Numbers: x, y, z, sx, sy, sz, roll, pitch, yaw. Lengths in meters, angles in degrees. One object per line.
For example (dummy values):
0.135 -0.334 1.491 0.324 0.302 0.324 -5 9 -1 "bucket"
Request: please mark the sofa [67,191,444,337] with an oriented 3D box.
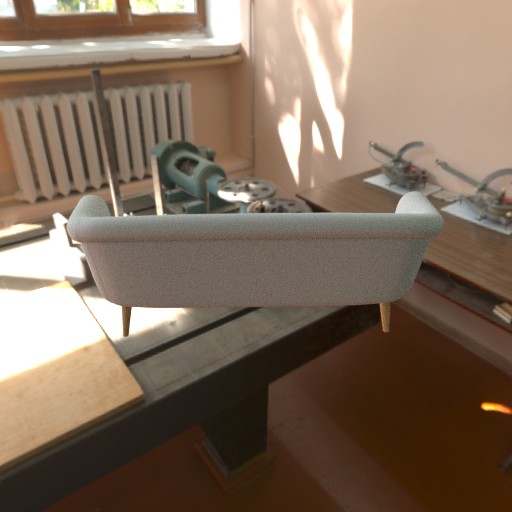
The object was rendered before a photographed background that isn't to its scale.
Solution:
0.000 0.000 2.563 2.160 0.795 0.827 -1 30 -1 "sofa"
